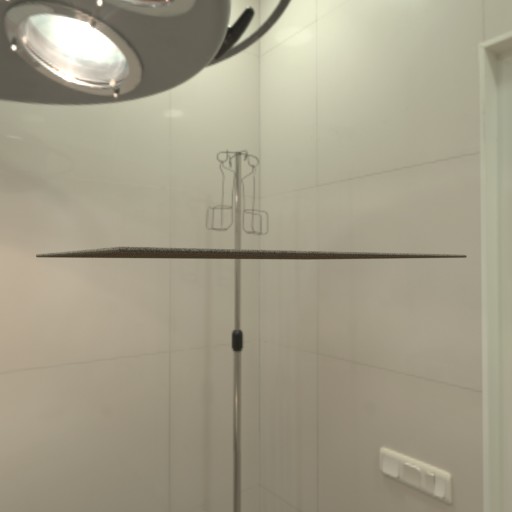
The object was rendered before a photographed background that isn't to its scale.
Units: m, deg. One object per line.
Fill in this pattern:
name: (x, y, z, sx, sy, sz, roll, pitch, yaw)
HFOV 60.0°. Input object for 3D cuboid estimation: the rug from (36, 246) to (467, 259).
rug: (0.000, 0.000, 2.256, 1.829, 0.016, 1.219, 1, -1, -36)
